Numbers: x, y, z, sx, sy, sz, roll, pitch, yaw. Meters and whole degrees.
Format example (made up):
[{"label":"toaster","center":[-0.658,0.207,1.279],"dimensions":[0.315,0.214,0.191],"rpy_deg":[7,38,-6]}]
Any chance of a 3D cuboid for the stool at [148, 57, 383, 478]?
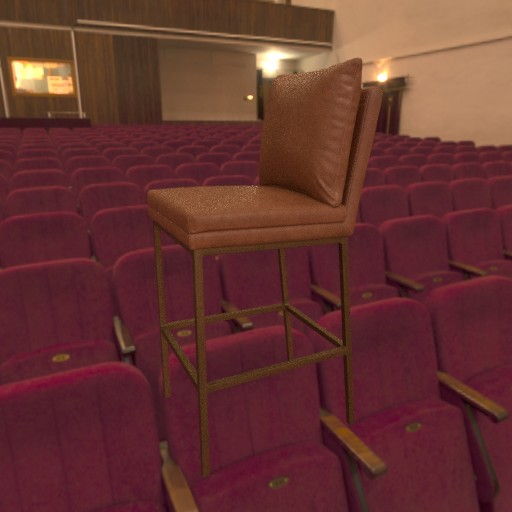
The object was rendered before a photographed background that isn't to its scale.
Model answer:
[{"label":"stool","center":[0.000,0.000,1.400],"dimensions":[0.571,1.124,0.463],"rpy_deg":[-8,18,-24]}]
